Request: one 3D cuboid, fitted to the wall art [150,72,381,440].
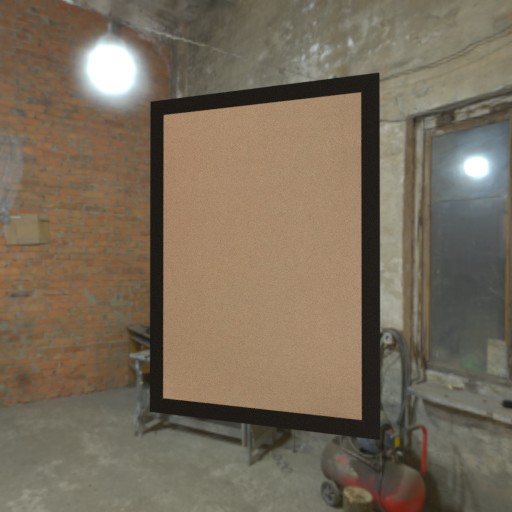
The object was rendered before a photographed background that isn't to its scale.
[{"bbox_3d":[0.000,0.000,0.702,0.379,0.530,0.008,0,-1,18],"label":"wall art"}]
